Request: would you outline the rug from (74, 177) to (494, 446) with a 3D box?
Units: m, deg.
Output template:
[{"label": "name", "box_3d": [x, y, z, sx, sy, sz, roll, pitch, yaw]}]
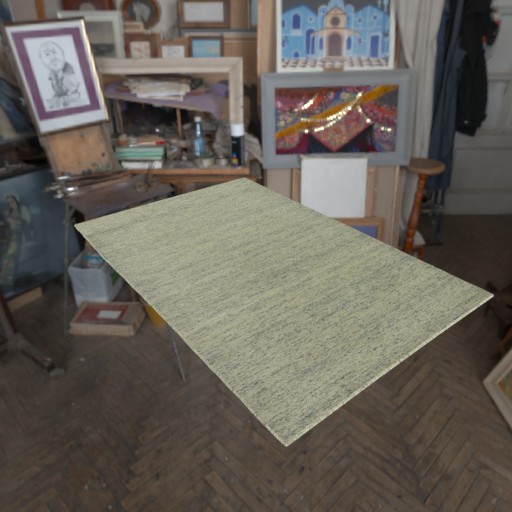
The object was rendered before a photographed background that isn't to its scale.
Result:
[{"label": "rug", "box_3d": [0.000, 0.000, 2.260, 1.243, 0.014, 1.846, -22, 37, -32]}]
